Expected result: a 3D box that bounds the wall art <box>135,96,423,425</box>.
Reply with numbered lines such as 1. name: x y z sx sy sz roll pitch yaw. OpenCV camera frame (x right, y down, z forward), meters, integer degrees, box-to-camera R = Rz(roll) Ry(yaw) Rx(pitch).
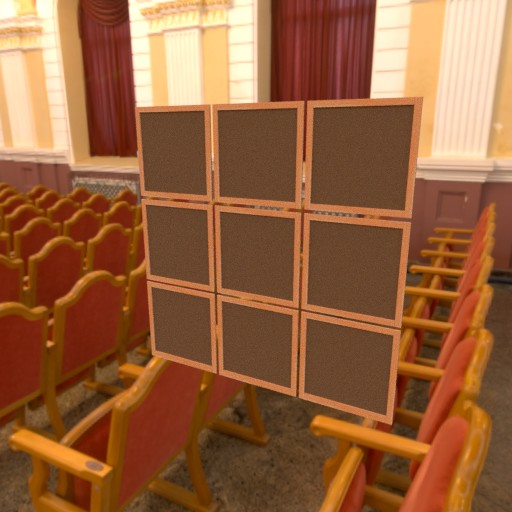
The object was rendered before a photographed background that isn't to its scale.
1. wall art: 0.000 0.000 2.328 1.520 1.525 0.013 8 17 27
